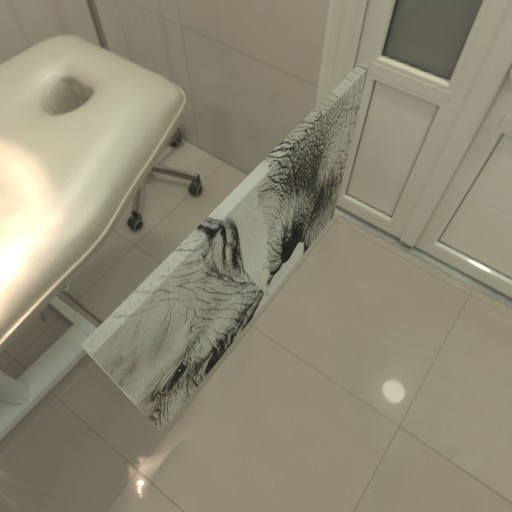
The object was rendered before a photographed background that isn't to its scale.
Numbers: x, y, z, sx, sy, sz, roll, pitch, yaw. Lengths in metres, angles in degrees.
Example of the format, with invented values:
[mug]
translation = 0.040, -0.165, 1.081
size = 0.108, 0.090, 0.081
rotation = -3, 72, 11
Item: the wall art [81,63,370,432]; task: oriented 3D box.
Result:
[wall art]
translation = 0.000, 0.000, 1.444
size = 0.035, 0.758, 1.141
rotation = 32, 63, 18
